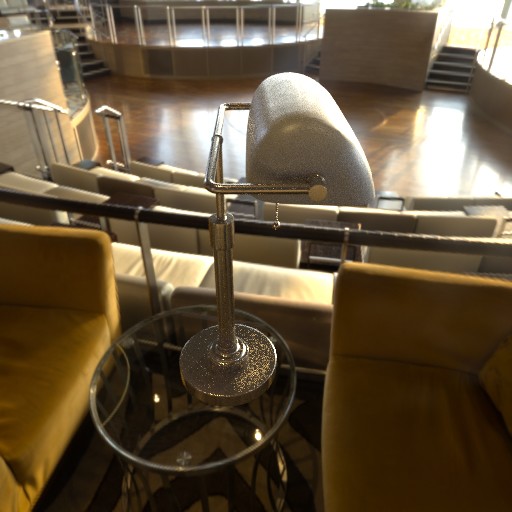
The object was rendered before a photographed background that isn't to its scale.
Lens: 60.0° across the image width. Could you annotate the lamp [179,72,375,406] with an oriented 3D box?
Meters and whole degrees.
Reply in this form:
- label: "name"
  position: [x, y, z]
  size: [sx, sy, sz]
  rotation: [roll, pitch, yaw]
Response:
- label: "lamp"
  position: [0.000, 0.000, 0.559]
  size: [0.227, 0.404, 0.269]
  rotation: [0, 34, -1]
